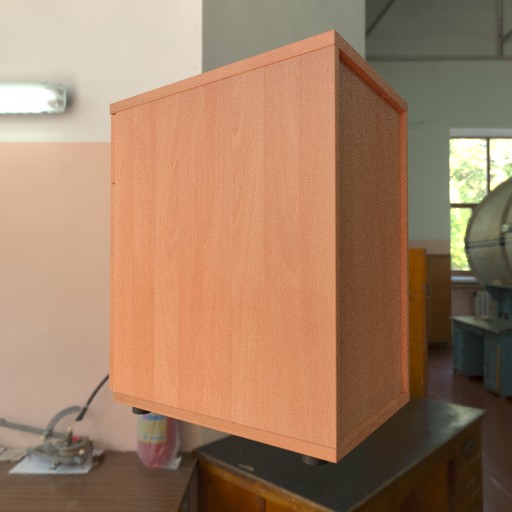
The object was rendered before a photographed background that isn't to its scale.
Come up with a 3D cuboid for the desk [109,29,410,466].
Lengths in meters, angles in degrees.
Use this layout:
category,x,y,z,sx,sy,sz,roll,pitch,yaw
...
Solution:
category,x,y,z,sx,sy,sz,roll,pitch,yaw
desk,0.000,0.000,1.056,0.600,0.730,0.404,-1,-2,35
